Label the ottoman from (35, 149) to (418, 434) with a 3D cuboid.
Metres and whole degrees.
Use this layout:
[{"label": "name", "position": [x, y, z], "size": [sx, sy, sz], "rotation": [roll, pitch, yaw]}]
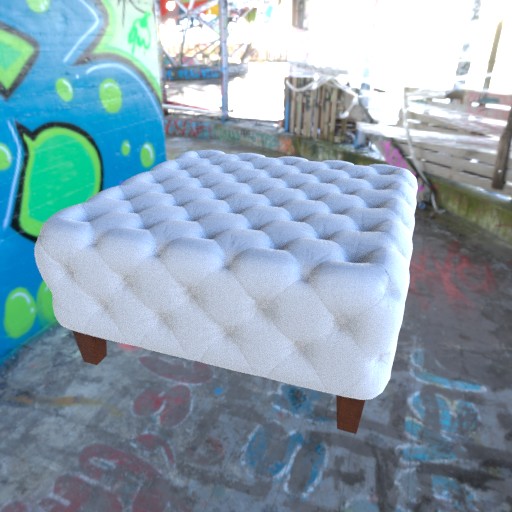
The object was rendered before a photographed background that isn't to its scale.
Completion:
[{"label": "ottoman", "position": [0.000, 0.000, 1.170], "size": [0.755, 0.376, 0.753], "rotation": [9, 28, 17]}]
